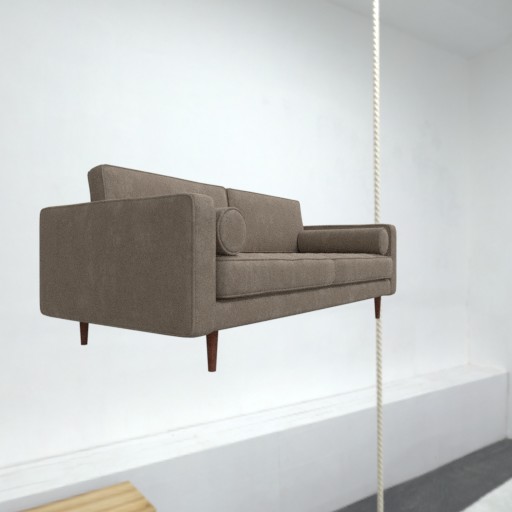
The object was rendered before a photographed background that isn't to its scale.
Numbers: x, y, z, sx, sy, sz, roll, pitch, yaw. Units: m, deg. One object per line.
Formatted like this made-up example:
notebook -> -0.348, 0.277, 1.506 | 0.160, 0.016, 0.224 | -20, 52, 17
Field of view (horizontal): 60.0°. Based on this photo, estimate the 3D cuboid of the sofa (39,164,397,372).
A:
sofa -> 0.000, 0.000, 2.322 | 0.920, 0.769, 1.883 | 0, 0, 36
